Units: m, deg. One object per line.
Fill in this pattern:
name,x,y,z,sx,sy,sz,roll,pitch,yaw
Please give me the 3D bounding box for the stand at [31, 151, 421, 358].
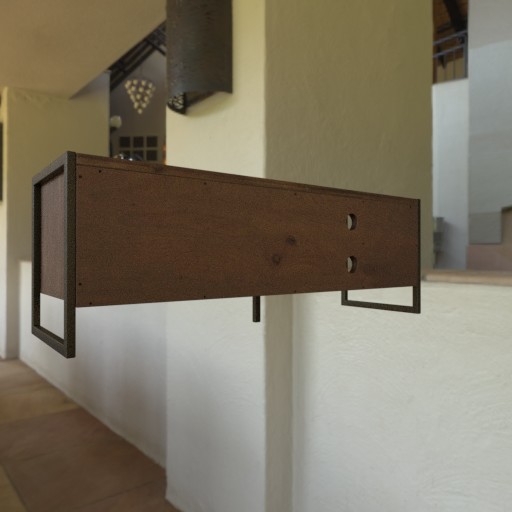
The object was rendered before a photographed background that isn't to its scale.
stand,0.000,0.000,1.699,1.480,0.506,0.454,0,0,-37
